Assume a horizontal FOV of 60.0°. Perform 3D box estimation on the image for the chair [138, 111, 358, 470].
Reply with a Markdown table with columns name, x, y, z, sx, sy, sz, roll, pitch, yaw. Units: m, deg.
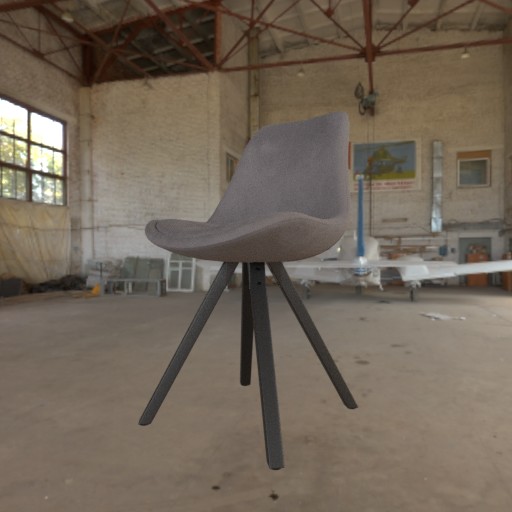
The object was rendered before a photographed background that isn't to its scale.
| name | x | y | z | sx | sy | sz | roll | pitch | yaw |
| --- | --- | --- | --- | --- | --- | --- | --- | --- | --- |
| chair | 0.000 | 0.000 | 1.178 | 0.476 | 0.850 | 0.550 | 0 | 1 | 35 |
